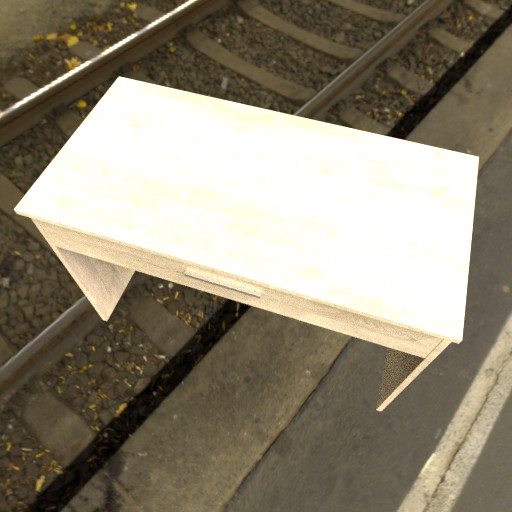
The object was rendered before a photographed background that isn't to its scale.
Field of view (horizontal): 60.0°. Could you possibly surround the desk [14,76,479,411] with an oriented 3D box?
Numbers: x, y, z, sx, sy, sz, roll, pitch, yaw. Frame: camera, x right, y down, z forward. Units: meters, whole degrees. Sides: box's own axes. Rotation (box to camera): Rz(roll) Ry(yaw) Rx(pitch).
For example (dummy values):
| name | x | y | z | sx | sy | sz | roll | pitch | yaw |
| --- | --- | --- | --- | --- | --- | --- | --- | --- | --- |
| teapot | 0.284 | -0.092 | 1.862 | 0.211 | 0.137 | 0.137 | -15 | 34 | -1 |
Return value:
| name | x | y | z | sx | sy | sz | roll | pitch | yaw |
| --- | --- | --- | --- | --- | --- | --- | --- | --- | --- |
| desk | 0.000 | 0.000 | 1.474 | 1.100 | 0.730 | 0.560 | 16 | 59 | 10 |
